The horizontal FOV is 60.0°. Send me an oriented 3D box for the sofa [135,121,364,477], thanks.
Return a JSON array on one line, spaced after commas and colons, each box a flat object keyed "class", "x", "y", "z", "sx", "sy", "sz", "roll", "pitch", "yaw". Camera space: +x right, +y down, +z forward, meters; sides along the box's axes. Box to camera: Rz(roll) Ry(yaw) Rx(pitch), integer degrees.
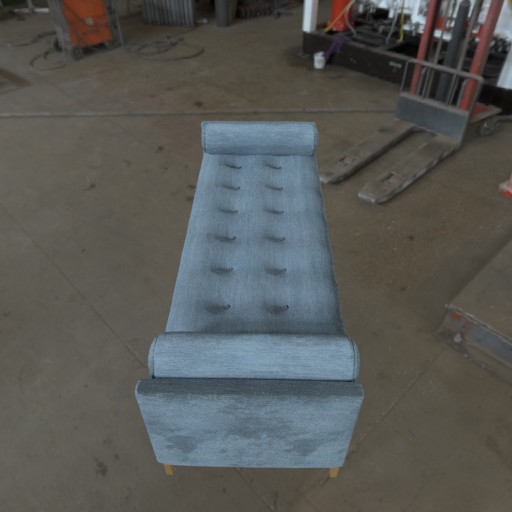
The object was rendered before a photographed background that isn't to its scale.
[{"class": "sofa", "x": 0.000, "y": 0.000, "z": 2.439, "sx": 0.796, "sy": 0.705, "sz": 2.102, "roll": 1, "pitch": 42, "yaw": 1}]
